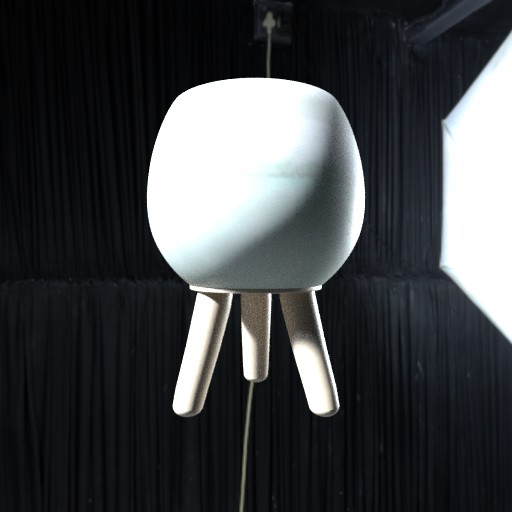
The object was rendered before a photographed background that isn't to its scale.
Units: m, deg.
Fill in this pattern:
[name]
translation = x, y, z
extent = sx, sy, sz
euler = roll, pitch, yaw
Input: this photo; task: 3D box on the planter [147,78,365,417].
[planter]
translation = 0.000, 0.000, 0.339
extent = 0.161, 0.224, 0.161
euler = 0, 0, 0
